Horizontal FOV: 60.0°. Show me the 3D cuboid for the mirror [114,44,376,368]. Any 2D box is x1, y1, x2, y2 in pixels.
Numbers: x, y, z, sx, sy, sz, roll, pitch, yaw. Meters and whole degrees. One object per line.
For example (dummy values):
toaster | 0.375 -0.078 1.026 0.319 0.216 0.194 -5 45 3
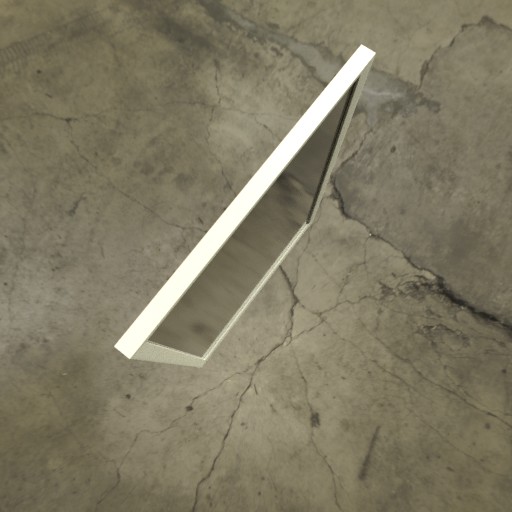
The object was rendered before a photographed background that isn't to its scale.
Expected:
mirror | 0.000 0.000 1.319 0.040 1.016 0.762 36 78 9
